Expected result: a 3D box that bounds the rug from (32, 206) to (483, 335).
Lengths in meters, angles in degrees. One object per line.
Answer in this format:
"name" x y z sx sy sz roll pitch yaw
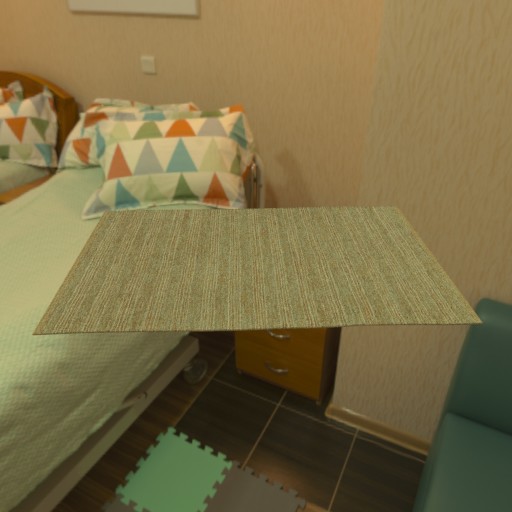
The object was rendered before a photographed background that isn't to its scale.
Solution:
"rug" 0.000 0.000 3.057 2.448 0.012 1.540 -1 31 -2
